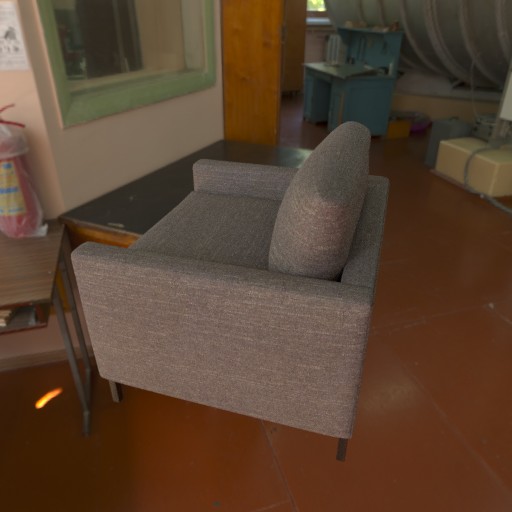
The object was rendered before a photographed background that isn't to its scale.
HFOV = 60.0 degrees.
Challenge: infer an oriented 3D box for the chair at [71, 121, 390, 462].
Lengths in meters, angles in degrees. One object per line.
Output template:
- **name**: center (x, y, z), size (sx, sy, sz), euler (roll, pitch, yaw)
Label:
- **chair**: center (0.000, 0.000, 1.593), size (0.845, 0.841, 0.940), euler (9, 31, 15)
